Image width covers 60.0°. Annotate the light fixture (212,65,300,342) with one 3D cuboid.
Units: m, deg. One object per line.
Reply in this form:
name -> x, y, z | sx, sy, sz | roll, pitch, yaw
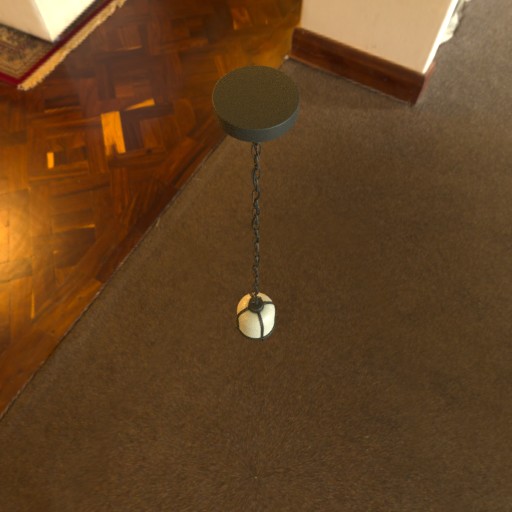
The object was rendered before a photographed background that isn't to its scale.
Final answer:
light fixture -> 0.000, 0.000, 1.258 | 0.178, 1.181, 0.178 | -17, 65, -9
